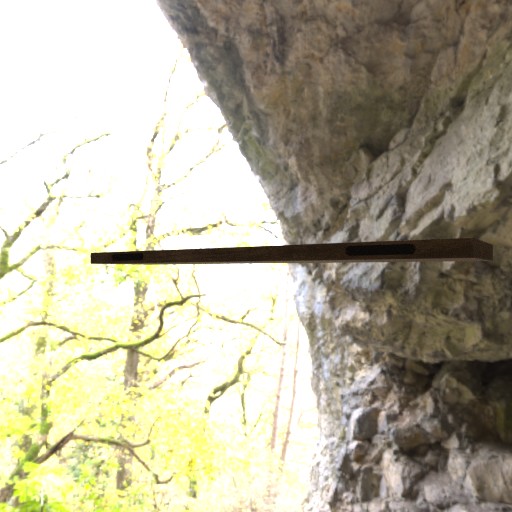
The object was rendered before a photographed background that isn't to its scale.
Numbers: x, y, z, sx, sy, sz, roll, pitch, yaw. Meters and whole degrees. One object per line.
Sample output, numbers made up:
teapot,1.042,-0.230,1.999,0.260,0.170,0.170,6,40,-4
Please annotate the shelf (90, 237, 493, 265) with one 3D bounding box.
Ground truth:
shelf,0.000,0.000,0.659,0.610,0.020,0.140,-1,-2,35
